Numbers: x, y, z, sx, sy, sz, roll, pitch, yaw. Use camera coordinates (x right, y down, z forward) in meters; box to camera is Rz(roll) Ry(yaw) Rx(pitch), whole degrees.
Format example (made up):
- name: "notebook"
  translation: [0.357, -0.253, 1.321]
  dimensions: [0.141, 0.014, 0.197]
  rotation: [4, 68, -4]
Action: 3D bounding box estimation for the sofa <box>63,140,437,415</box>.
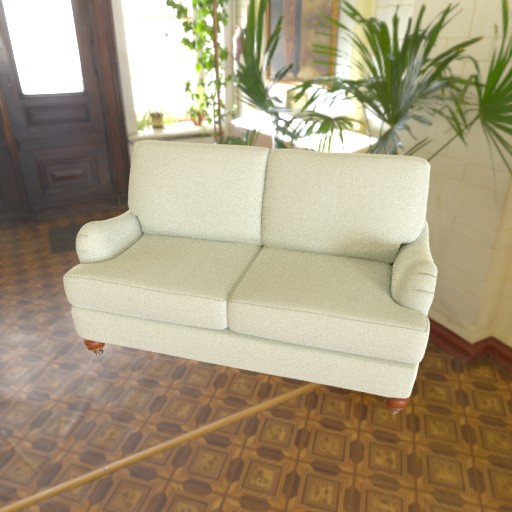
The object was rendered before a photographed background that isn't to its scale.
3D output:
- name: "sofa"
  translation: [0.000, 0.000, 2.503]
  dimensions: [1.853, 1.101, 1.084]
  rotation: [7, 27, 14]
